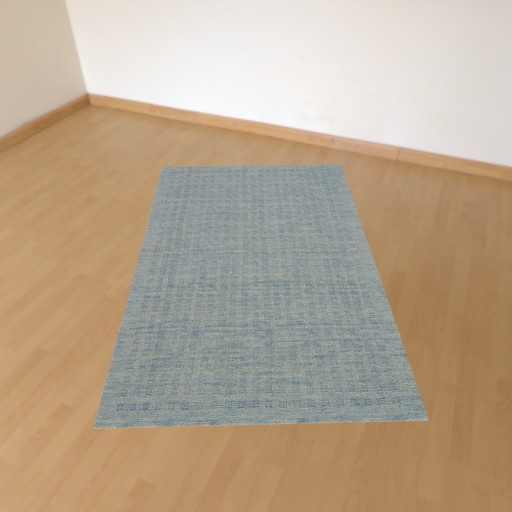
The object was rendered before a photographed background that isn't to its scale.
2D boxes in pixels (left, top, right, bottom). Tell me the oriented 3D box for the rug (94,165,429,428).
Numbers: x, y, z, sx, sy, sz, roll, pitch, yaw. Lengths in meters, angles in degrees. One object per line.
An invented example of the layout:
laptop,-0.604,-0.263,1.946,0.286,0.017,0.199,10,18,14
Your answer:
rug,0.000,0.000,2.171,1.142,0.006,1.752,-1,41,-1
